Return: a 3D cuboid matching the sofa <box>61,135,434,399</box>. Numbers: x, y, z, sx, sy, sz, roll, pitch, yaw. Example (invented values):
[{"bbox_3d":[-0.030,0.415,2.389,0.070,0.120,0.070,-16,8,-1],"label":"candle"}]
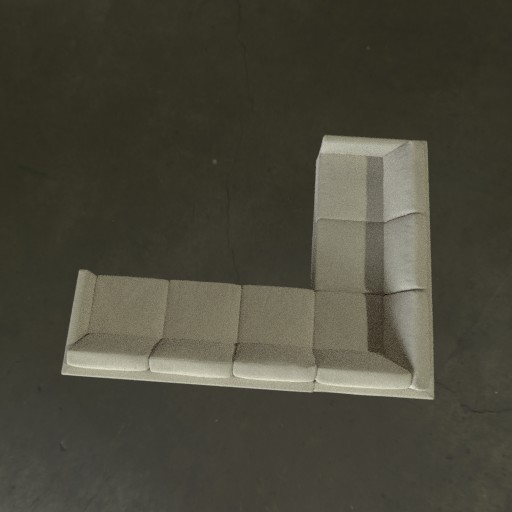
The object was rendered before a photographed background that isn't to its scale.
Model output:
[{"bbox_3d":[0.000,0.000,4.275,3.182,0.863,2.432,4,76,1],"label":"sofa"}]
